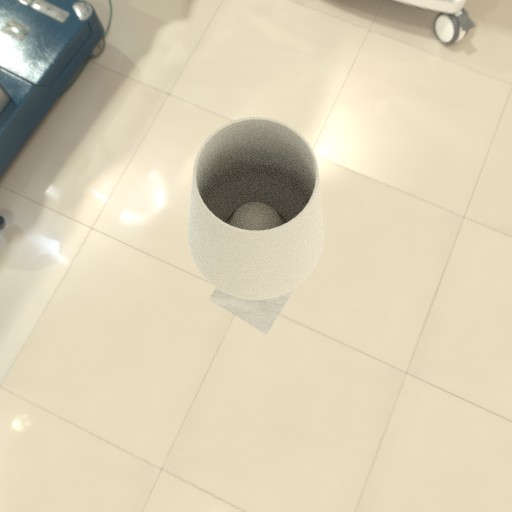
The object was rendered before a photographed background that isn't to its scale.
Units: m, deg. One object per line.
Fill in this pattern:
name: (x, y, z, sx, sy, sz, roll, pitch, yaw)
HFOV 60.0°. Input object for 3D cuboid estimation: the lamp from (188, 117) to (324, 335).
lamp: (0.000, 0.000, 0.718, 0.181, 0.639, 0.181, 31, 78, 7)
